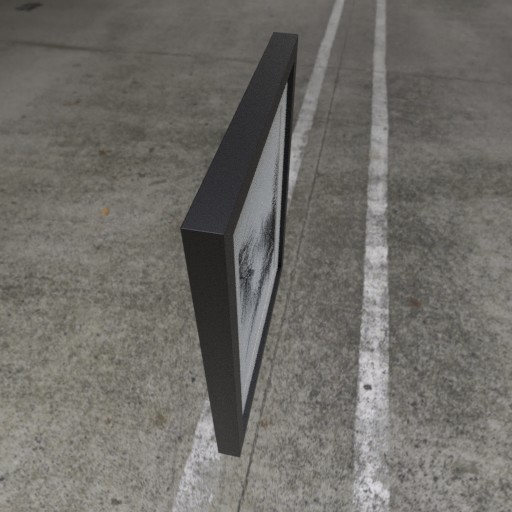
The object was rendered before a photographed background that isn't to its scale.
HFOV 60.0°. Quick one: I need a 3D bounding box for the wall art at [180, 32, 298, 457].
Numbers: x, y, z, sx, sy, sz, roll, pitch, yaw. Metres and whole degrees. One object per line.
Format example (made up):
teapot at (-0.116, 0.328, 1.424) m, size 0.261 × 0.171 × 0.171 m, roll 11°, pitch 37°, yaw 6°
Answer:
wall art at (0.000, 0.000, 0.519) m, size 0.028 × 0.380 × 0.325 m, roll 9°, pitch 47°, yaw 8°
